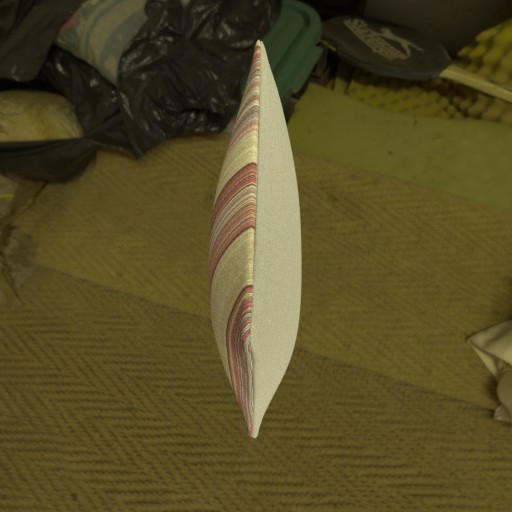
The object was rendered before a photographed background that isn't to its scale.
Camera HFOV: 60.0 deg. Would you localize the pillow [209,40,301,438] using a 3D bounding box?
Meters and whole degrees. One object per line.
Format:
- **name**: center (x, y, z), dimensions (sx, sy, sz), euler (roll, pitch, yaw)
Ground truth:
- **pillow**: center (0.000, 0.000, 0.655), dimensions (0.136, 0.419, 0.437), euler (1, 58, 1)
